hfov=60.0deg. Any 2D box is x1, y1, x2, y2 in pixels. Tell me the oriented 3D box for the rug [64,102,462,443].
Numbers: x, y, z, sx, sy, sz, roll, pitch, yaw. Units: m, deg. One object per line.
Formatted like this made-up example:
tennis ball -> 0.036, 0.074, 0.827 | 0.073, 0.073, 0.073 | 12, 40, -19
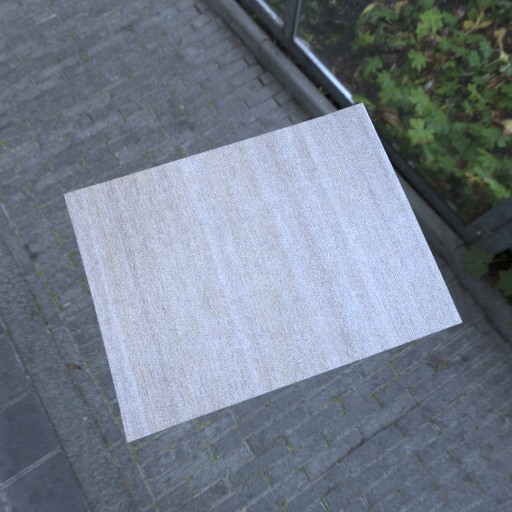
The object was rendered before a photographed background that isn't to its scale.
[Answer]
rug -> 0.000, 0.000, 4.283 | 3.245, 0.046, 2.467 | -18, 76, -5
